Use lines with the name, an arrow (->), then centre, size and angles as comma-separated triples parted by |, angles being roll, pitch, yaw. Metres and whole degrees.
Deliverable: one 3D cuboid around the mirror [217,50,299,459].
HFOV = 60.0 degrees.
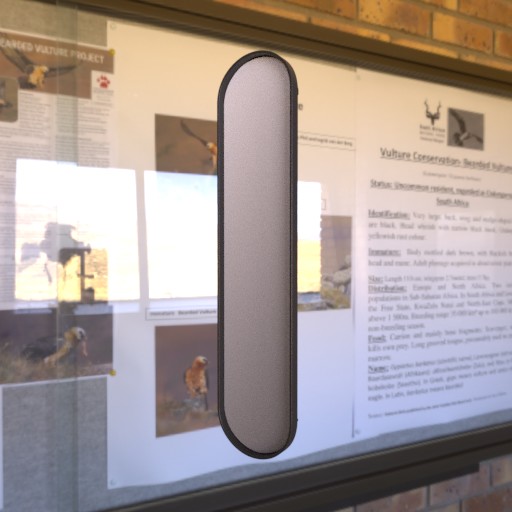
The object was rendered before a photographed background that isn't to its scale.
mirror -> 0.000, 0.000, 1.094 | 0.222, 0.991, 0.032 | 1, 1, 35
